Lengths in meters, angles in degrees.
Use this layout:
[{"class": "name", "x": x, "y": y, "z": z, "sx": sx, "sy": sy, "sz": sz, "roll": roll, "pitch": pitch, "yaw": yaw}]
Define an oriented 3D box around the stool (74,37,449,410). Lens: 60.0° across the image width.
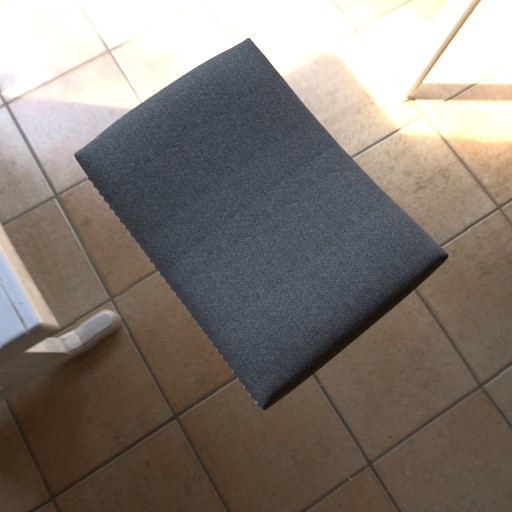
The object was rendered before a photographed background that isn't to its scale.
[{"class": "stool", "x": 0.000, "y": 0.000, "z": 1.015, "sx": 0.372, "sy": 0.742, "sz": 0.504, "roll": -37, "pitch": 79, "yaw": -8}]
